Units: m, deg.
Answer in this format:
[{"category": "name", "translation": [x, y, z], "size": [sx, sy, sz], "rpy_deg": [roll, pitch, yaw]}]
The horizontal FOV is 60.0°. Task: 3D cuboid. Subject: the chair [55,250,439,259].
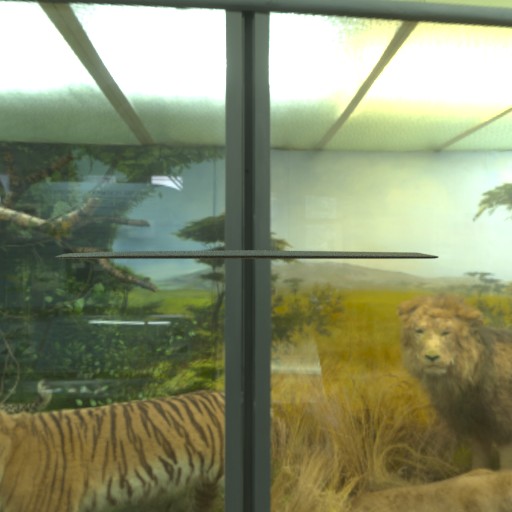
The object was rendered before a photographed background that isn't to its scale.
[{"category": "chair", "translation": [0.000, 0.000, 1.881], "size": [1.372, 0.024, 1.219], "rpy_deg": [0, 0, -36]}]
